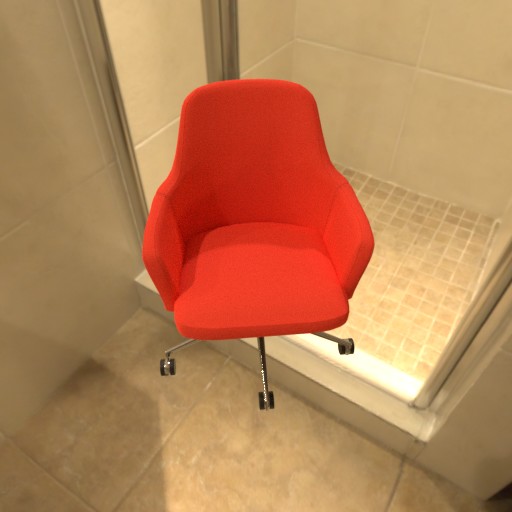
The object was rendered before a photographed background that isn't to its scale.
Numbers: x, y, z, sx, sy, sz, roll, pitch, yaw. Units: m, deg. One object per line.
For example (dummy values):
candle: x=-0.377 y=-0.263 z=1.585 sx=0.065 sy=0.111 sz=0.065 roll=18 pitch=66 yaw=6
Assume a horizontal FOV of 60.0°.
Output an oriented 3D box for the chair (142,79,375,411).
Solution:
chair: x=0.000 y=0.000 z=1.304 sx=0.655 sy=0.820 sz=0.600 roll=-3 pitch=47 yaw=-3
